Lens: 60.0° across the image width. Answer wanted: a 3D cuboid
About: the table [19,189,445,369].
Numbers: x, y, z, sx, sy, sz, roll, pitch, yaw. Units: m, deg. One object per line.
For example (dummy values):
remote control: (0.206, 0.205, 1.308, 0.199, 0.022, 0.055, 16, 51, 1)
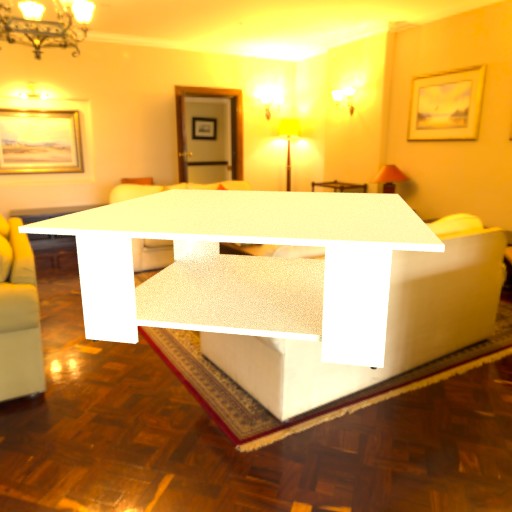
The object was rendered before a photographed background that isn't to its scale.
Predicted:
table: (0.000, 0.000, 1.353, 0.890, 0.305, 0.890, 3, 14, 12)
